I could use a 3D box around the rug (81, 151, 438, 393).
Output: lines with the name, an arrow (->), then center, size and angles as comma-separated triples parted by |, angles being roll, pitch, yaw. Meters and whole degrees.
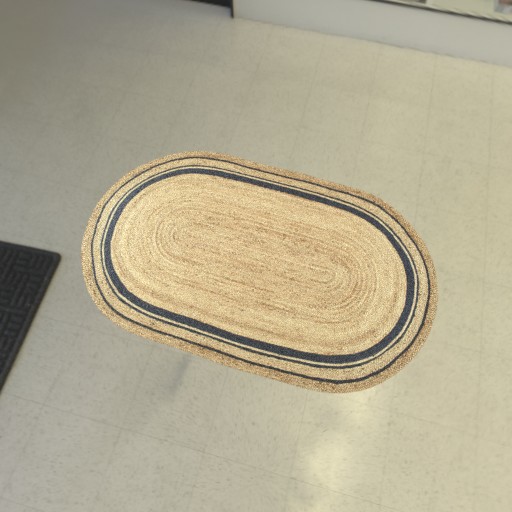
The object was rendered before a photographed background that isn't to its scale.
rug -> 0.000, 0.000, 3.002 | 2.432, 0.006, 1.520 | 16, 65, 8
